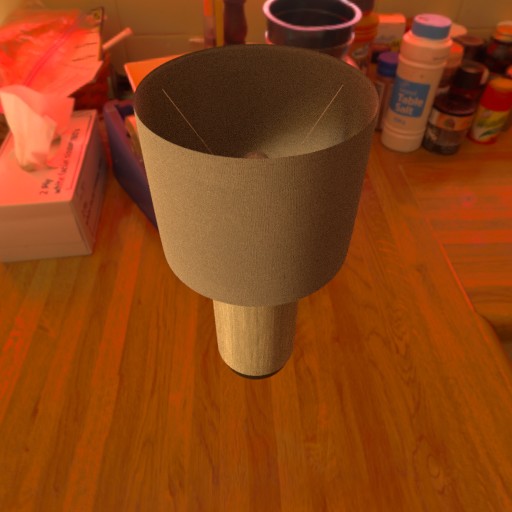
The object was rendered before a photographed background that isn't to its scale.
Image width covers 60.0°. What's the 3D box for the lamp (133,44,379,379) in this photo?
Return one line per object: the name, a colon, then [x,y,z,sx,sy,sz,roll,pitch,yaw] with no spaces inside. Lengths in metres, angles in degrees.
lamp: [0.000,0.000,0.573,0.228,0.444,0.228,-25,51,-22]
